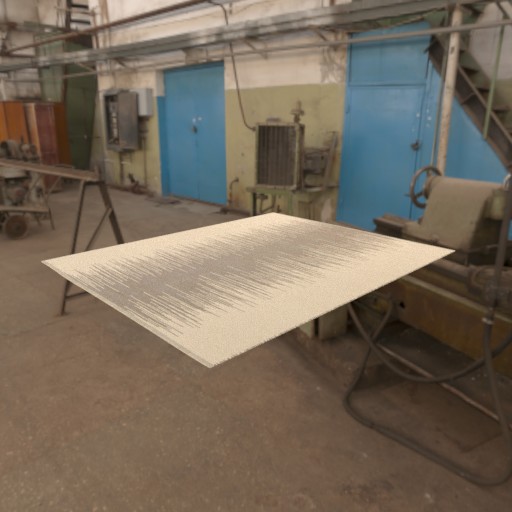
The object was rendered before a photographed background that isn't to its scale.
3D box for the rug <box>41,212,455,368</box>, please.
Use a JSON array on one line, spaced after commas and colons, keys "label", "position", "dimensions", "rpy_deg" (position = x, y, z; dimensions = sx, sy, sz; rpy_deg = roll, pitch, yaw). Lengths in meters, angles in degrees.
[{"label": "rug", "position": [0.000, 0.000, 4.146], "dimensions": [3.037, 0.010, 2.453], "rpy_deg": [-16, 24, -41]}]
